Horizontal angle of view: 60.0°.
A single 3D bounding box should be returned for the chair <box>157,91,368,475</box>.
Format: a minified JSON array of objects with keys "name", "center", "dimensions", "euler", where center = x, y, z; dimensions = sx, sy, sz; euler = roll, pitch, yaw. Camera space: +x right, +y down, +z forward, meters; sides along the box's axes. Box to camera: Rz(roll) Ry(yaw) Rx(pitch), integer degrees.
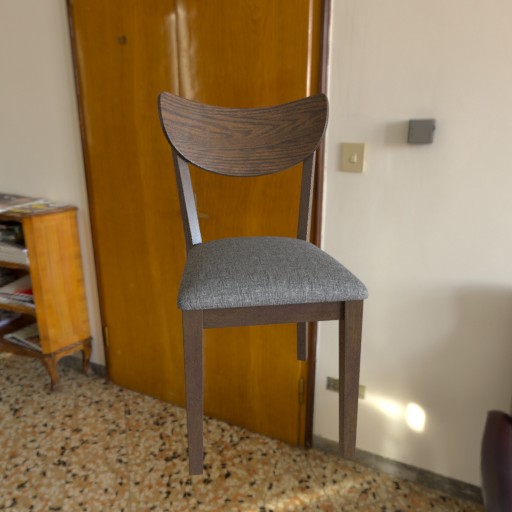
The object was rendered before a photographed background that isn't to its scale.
[{"name":"chair","center":[0.000,0.000,1.184],"dimensions":[0.491,0.849,0.583],"euler":[-2,17,-8]}]
